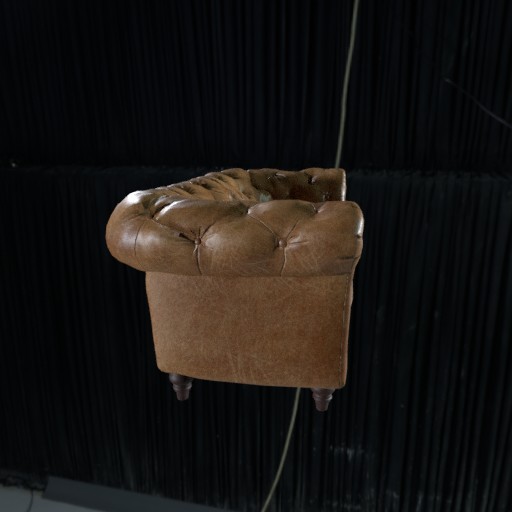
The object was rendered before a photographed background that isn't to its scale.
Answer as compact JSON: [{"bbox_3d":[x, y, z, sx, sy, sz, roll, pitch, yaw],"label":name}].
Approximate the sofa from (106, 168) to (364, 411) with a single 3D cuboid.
[{"bbox_3d":[0.000,0.000,2.482,1.042,0.877,1.979,3,15,10],"label":"sofa"}]
